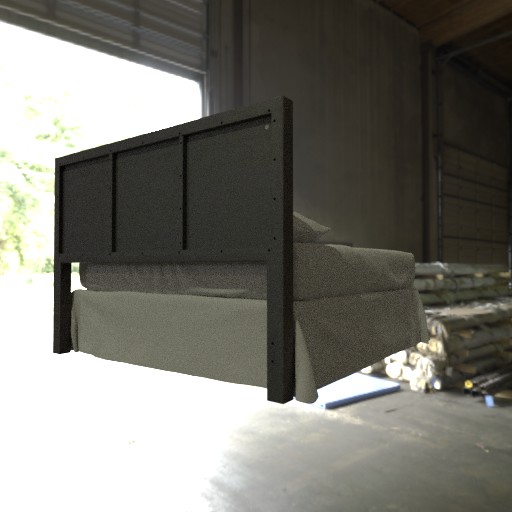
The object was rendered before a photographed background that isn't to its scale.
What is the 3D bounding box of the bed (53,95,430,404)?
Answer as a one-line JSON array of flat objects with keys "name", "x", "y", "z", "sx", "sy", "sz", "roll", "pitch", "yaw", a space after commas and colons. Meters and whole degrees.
[{"name": "bed", "x": 0.000, "y": 0.000, "z": 2.822, "sx": 1.772, "sy": 1.142, "sz": 1.785, "roll": -1, "pitch": -2, "yaw": 37}]
